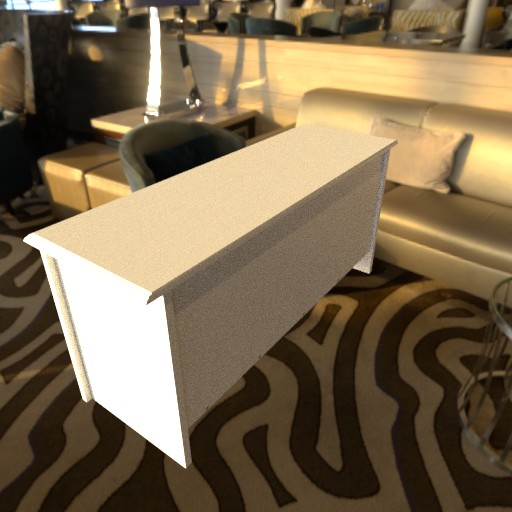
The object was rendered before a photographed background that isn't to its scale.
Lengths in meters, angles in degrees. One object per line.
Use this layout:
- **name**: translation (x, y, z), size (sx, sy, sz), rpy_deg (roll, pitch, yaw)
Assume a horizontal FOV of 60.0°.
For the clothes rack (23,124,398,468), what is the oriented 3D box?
- **clothes rack**: translation (0.000, 0.000, 1.451), size (0.405, 0.558, 1.218), rpy_deg (21, 37, 31)
